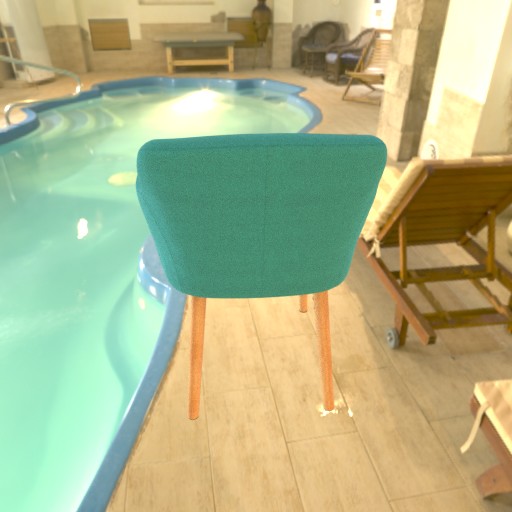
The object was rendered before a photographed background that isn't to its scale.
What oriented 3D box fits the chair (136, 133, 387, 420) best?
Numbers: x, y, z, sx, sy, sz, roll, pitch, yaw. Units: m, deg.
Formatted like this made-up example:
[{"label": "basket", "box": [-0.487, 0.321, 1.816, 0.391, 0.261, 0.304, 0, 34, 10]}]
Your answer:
[{"label": "chair", "box": [0.000, 0.000, 1.182, 0.570, 0.780, 0.540, -2, 31, -4]}]
